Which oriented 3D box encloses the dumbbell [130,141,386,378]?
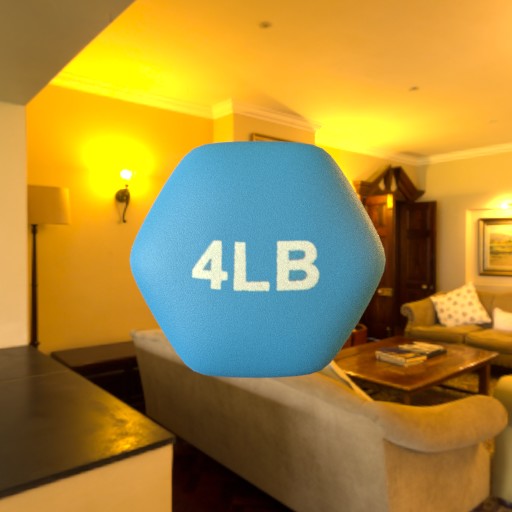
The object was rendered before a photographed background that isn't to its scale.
[{"bbox_3d":[0.000,0.000,0.189,0.074,0.066,0.152,0,1,0],"label":"dumbbell"}]
